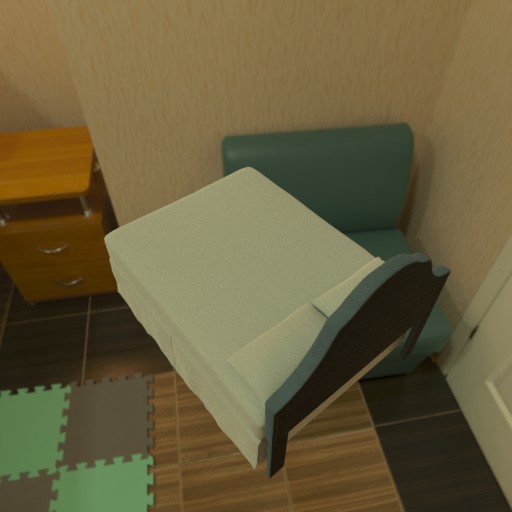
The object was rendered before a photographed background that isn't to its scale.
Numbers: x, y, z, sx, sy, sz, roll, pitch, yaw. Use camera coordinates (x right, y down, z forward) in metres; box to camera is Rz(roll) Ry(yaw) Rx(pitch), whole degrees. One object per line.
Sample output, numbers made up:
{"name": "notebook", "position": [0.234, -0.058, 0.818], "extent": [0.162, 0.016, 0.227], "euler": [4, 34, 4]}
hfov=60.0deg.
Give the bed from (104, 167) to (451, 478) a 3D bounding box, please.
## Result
{"name": "bed", "position": [0.000, 0.000, 3.294], "extent": [1.636, 1.575, 2.155], "euler": [-31, 54, -25]}
